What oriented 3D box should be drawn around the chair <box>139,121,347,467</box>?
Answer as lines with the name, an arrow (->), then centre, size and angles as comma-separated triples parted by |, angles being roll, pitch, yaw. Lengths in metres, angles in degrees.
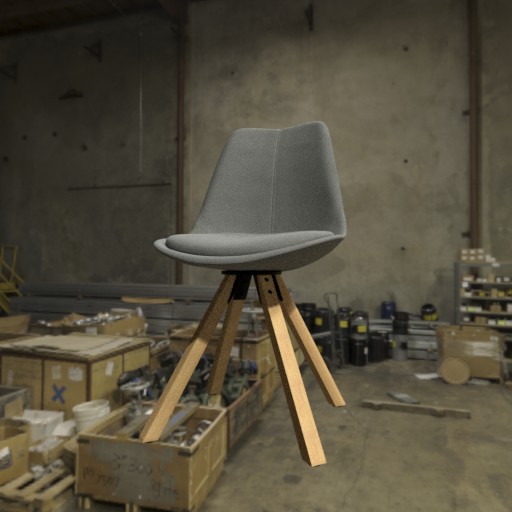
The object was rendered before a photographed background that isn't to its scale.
chair -> 0.000, 0.000, 1.197 | 0.474, 0.863, 0.549 | 0, -1, 18
